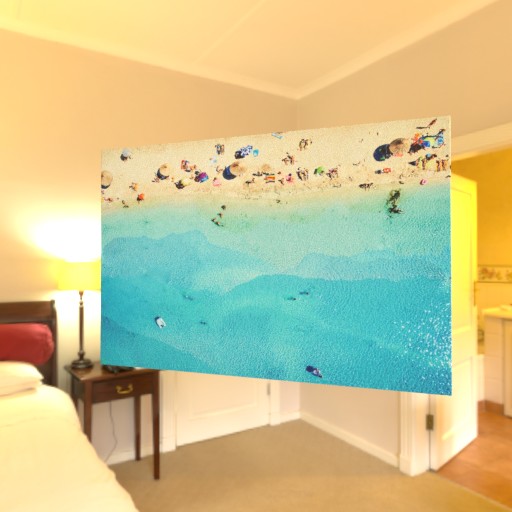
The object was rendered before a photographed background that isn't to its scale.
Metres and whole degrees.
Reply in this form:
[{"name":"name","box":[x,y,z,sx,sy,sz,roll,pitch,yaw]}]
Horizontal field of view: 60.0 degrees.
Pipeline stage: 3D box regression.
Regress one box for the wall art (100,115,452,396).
[{"name":"wall art","box":[0.000,0.000,0.757,0.609,0.406,0.039,0,-1,19]}]
